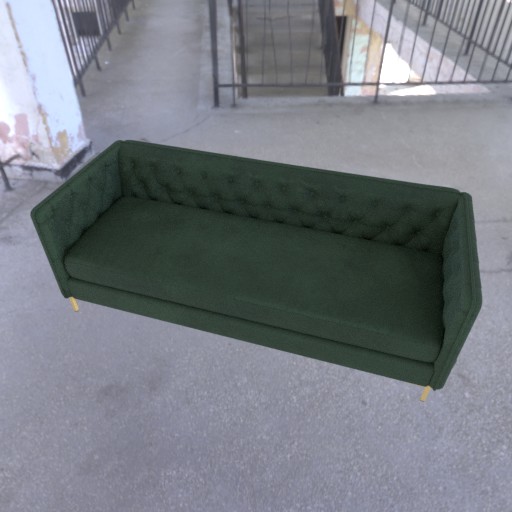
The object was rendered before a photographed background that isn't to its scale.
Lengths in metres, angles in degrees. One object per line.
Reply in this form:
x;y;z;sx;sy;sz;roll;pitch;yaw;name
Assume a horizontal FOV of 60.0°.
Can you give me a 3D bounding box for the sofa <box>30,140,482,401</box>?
0.000;0.000;2.554;2.209;0.771;0.895;12;42;13;sofa
